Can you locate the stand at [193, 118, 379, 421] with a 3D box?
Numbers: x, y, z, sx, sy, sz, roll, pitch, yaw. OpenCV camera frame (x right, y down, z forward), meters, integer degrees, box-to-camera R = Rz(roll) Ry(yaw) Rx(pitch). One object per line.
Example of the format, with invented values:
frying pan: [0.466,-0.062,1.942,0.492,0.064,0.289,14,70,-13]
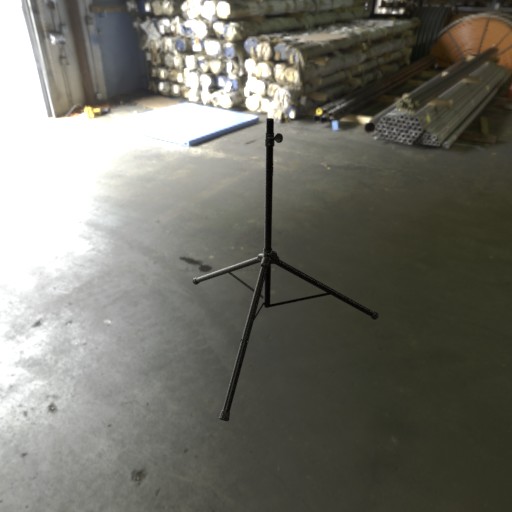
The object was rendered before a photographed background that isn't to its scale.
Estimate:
stand: [0.000,0.000,2.794,1.596,1.595,1.339,10,33,16]
